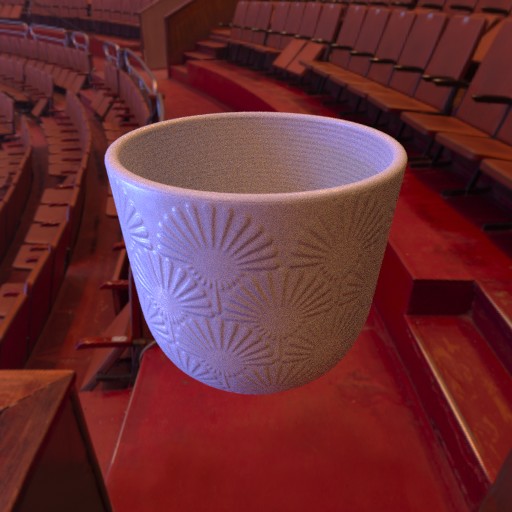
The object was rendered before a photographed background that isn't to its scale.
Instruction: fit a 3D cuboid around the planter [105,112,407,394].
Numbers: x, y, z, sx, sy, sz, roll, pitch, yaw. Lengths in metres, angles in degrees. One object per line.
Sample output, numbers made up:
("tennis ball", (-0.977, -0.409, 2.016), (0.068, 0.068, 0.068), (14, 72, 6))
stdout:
("planter", (0.000, 0.000, 0.295), (0.170, 0.152, 0.170), (0, 30, 0))
